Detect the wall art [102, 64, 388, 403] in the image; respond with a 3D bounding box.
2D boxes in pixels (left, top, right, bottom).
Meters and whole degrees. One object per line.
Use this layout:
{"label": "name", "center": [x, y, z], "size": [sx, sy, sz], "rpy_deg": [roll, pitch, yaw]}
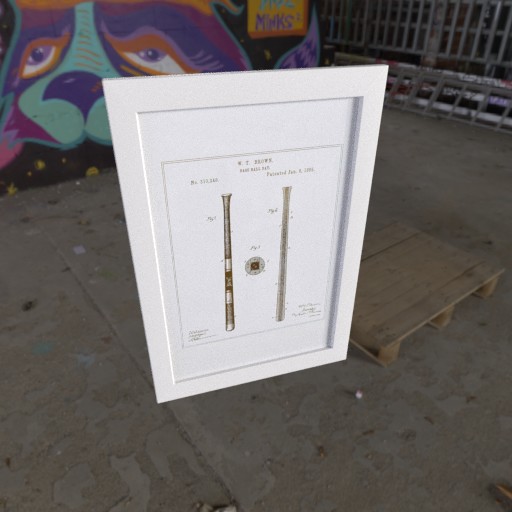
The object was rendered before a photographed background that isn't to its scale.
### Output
{"label": "wall art", "center": [0.000, 0.000, 0.619], "size": [0.329, 0.482, 0.011], "rpy_deg": [-9, 33, -15]}
